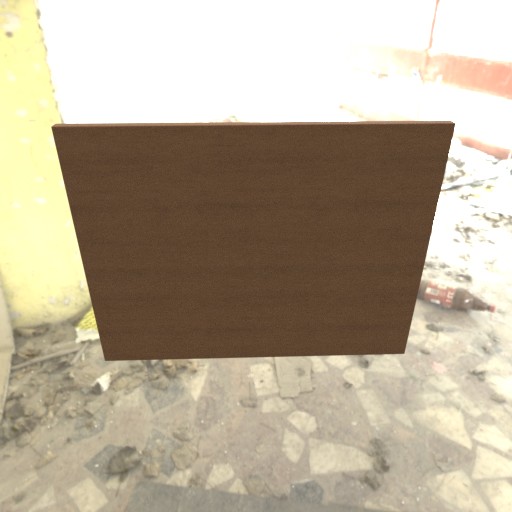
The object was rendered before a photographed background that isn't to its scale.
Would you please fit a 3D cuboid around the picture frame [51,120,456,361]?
[{"bbox_3d":[0.000,0.000,1.727,1.329,1.018,0.045,-1,30,-2],"label":"picture frame"}]
